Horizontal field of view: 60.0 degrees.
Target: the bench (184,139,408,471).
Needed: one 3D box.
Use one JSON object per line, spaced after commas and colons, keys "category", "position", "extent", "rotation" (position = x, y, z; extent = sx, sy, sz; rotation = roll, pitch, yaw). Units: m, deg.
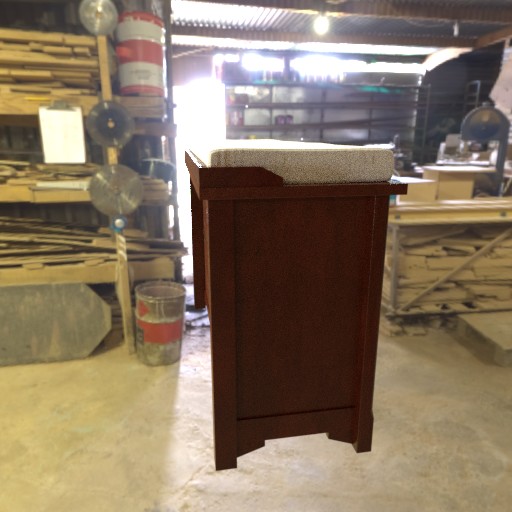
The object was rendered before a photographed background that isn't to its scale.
{"category": "bench", "position": [0.000, 0.000, 1.293], "extent": [0.369, 0.646, 0.987], "rotation": [-3, 16, -10]}
